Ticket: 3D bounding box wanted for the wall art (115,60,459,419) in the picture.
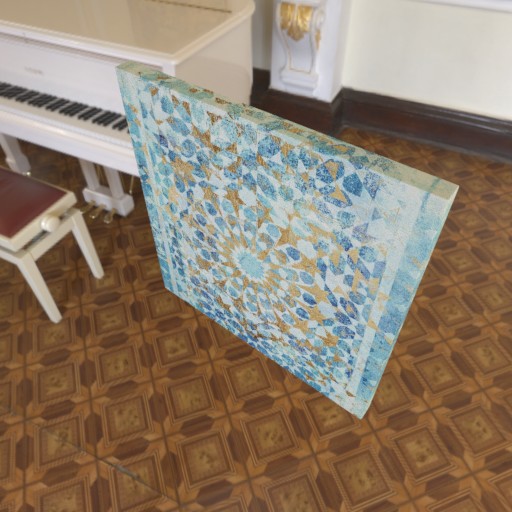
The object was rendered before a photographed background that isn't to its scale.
[{"bbox_3d":[0.000,0.000,0.886,0.609,0.609,0.040,30,53,25],"label":"wall art"}]
